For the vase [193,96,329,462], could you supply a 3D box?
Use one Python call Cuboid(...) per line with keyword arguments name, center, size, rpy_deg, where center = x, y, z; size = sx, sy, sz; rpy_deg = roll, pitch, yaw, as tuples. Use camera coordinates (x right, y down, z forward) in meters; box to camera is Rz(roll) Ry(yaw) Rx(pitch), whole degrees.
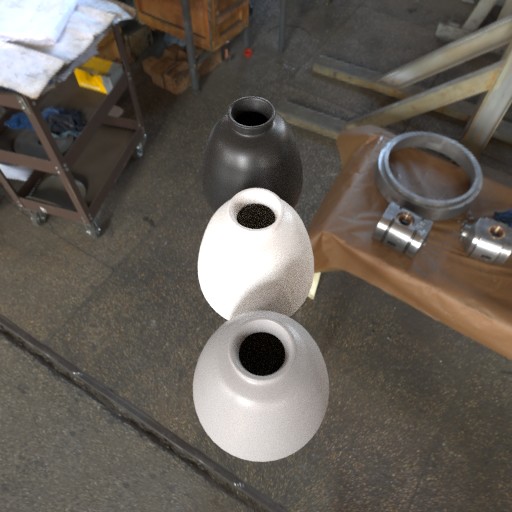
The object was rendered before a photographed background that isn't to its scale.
Cuboid(name="vase", center=(0.000, 0.000, 0.358), size=(0.097, 0.122, 0.297), rpy_deg=(-2, 58, -1))
